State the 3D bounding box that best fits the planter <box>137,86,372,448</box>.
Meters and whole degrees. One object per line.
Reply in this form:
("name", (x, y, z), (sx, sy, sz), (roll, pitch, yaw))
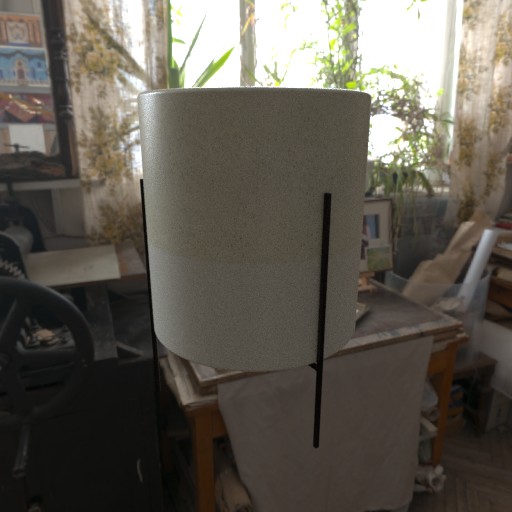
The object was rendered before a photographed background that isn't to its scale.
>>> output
("planter", (0.000, 0.000, 0.703), (0.324, 0.483, 0.333), (9, 19, 27))
